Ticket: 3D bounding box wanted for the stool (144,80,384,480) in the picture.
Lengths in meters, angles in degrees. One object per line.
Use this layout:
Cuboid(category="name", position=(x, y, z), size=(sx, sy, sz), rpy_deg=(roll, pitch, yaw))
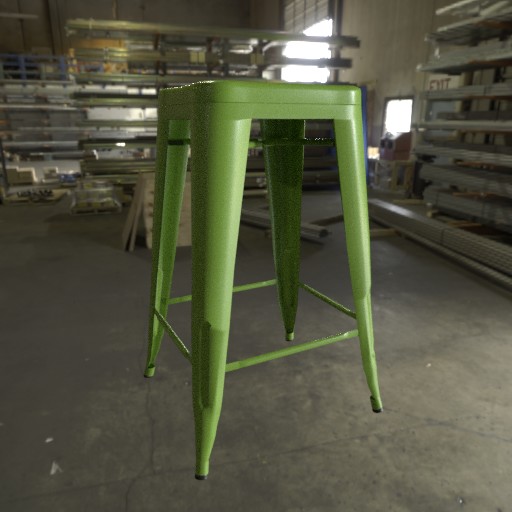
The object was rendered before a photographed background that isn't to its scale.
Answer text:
Cuboid(category="stool", position=(0.000, 0.000, 0.857), size=(0.398, 0.609, 0.358), rpy_deg=(-9, 19, -26))
